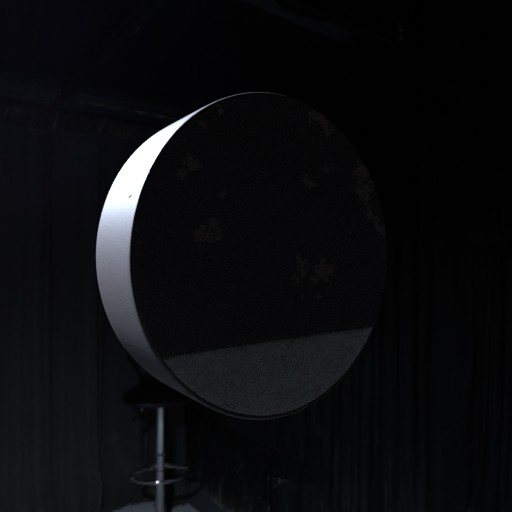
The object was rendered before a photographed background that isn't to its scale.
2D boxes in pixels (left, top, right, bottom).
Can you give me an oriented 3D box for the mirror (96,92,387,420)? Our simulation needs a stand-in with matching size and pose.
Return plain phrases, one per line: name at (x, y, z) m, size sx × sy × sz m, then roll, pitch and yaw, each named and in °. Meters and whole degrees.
mirror at (0.000, 0.000, 0.581) m, size 0.386 × 0.386 × 0.126 m, roll 0°, pitch 0°, yaw -36°
